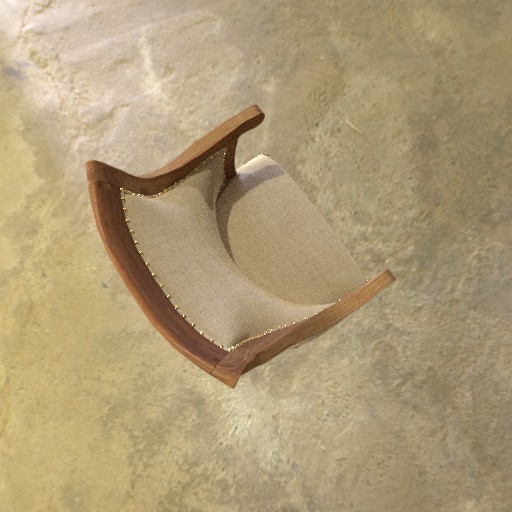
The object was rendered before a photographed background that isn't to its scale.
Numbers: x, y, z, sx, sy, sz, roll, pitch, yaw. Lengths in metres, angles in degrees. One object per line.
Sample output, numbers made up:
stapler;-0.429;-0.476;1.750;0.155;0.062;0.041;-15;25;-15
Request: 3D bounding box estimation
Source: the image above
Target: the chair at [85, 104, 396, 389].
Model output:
chair;0.000;0.000;1.456;0.689;0.965;0.656;-34;78;-9
